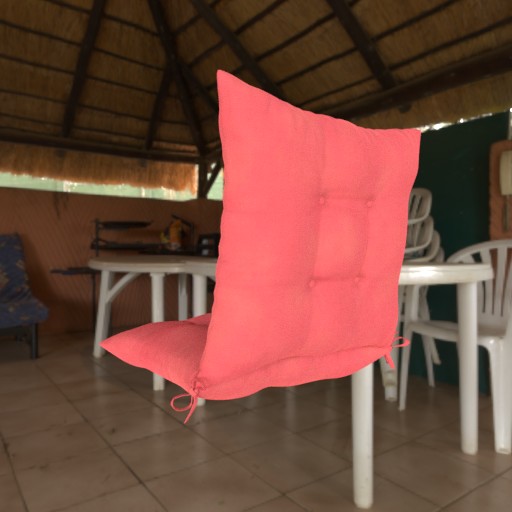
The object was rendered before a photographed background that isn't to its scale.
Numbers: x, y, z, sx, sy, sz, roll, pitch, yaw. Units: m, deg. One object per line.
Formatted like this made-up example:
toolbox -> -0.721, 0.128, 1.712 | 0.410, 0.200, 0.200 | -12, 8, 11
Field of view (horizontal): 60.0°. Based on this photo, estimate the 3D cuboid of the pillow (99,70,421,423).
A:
pillow -> 0.000, 0.000, 0.978 | 0.541, 0.536, 0.585 | 0, 1, -37
